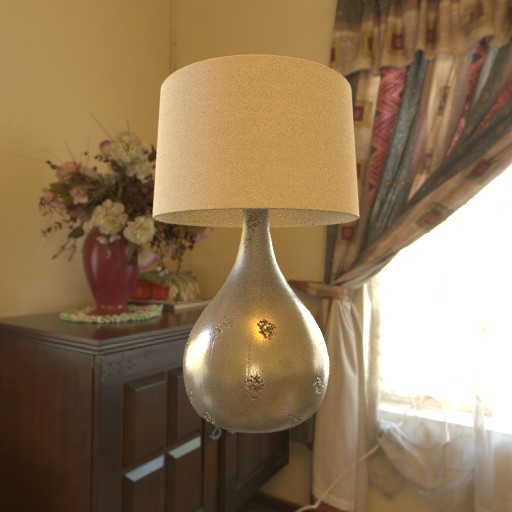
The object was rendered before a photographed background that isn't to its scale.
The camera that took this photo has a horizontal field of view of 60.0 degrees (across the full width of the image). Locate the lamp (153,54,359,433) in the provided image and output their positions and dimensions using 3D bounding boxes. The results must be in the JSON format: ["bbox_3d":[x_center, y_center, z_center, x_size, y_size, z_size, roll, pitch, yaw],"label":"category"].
[{"bbox_3d":[0.000,0.000,0.726,0.330,0.521,0.330,0,-1,0],"label":"lamp"}]
